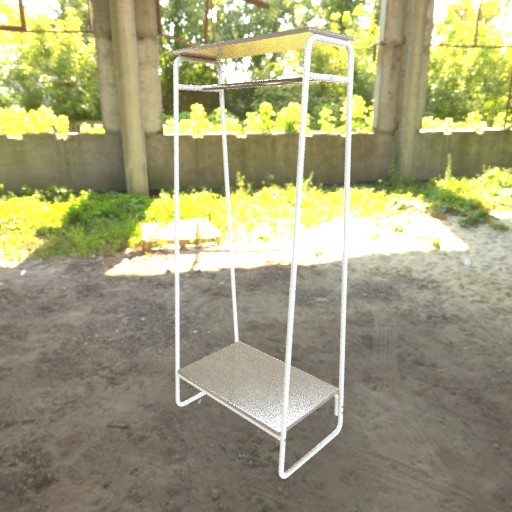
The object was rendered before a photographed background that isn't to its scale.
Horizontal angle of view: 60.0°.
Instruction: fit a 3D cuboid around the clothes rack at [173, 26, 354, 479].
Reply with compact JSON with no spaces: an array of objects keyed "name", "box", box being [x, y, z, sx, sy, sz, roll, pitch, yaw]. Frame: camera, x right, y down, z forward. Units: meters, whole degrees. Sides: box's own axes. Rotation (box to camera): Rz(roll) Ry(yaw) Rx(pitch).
[{"name":"clothes rack","box":[0.000,0.000,1.735,0.640,1.512,0.400,16,23,42]}]
